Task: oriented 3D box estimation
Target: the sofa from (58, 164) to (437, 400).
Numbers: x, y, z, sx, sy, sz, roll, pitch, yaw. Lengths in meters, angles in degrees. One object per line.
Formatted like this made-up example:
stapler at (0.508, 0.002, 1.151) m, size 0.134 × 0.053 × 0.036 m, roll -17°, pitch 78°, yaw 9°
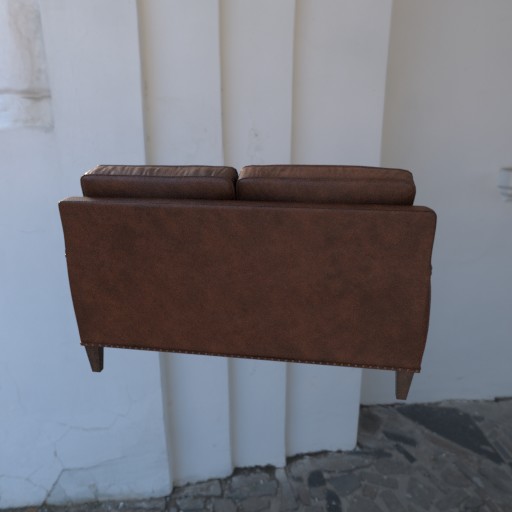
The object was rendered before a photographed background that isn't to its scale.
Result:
sofa at (0.000, 0.000, 2.320) m, size 1.628 × 1.003 × 1.083 m, roll 3°, pitch 17°, yaw 9°
